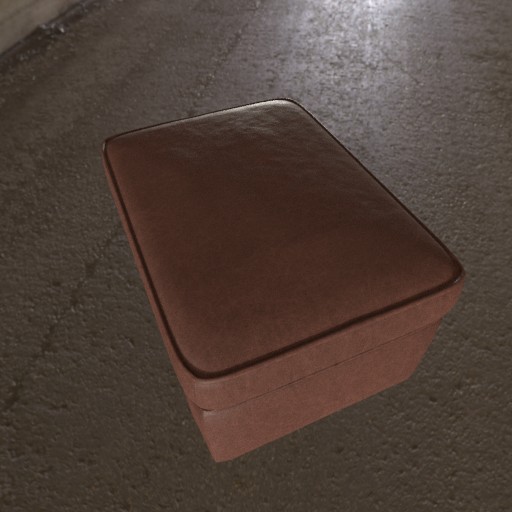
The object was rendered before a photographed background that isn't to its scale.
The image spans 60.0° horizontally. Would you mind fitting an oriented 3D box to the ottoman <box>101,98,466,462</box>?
[{"bbox_3d":[0.000,0.000,1.070,0.548,0.449,0.749,-18,50,-16],"label":"ottoman"}]
